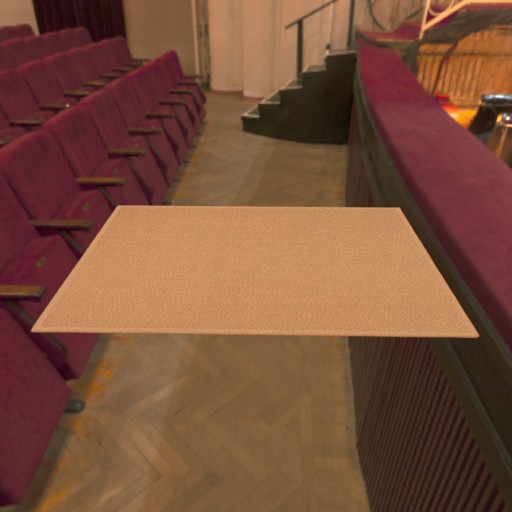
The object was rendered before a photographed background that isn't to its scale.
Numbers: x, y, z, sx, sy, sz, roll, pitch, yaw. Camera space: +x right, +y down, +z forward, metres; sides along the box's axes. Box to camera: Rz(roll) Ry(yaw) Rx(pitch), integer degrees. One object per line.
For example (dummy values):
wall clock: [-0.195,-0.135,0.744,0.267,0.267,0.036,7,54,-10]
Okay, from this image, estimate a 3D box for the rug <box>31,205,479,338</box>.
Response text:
rug: [0.000,0.000,2.863,2.244,0.017,1.532,1,31,1]
